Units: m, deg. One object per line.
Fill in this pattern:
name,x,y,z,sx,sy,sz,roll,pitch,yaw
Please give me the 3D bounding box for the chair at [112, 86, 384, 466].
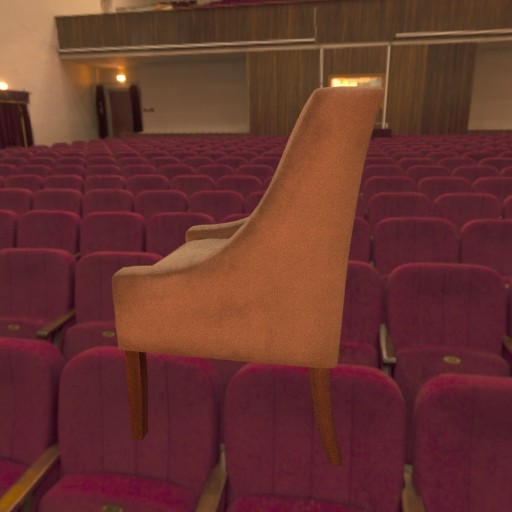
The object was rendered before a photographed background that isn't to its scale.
chair,0.000,0.000,1.320,0.629,0.895,0.629,3,15,10
